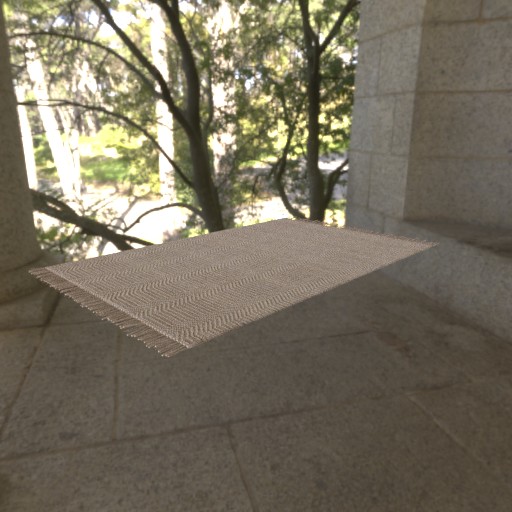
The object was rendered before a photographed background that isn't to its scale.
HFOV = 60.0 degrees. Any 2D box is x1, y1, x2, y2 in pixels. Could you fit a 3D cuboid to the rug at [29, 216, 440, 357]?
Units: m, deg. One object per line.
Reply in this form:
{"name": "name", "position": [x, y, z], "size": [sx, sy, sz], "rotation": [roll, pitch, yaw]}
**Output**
{"name": "rug", "position": [0.000, 0.000, 3.093], "size": [2.523, 0.034, 1.528], "rotation": [-16, 22, -43]}
